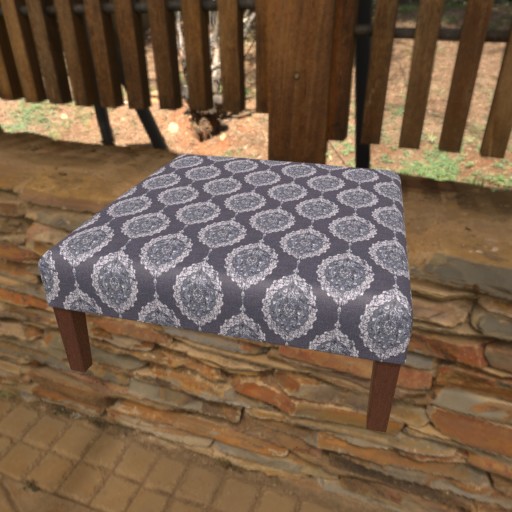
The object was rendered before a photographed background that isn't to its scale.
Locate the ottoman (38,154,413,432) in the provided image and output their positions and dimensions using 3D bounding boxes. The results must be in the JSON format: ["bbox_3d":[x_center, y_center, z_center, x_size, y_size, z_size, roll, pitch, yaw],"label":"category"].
[{"bbox_3d":[0.000,0.000,1.433,0.889,0.409,0.890,7,30,12],"label":"ottoman"}]
